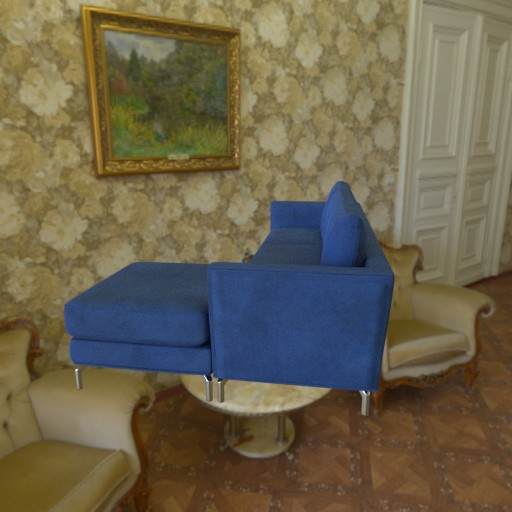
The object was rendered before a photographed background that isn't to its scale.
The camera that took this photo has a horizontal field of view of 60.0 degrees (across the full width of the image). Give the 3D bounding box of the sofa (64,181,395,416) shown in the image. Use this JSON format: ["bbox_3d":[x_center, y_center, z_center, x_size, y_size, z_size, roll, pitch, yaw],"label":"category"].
[{"bbox_3d":[0.000,0.000,3.264,1.622,0.987,2.438,2,14,9],"label":"sofa"}]
